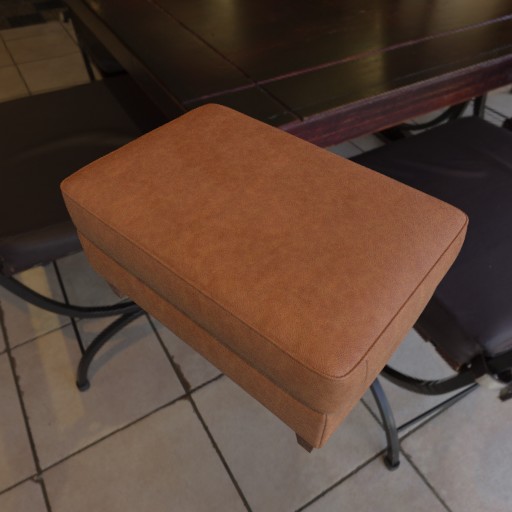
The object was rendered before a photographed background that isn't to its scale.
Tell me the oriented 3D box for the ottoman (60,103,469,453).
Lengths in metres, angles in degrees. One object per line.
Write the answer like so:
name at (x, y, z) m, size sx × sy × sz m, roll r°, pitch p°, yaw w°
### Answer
ottoman at (0.000, 0.000, 1.191) m, size 0.864 × 0.483 × 0.584 m, roll 32°, pitch 54°, yaw 26°
